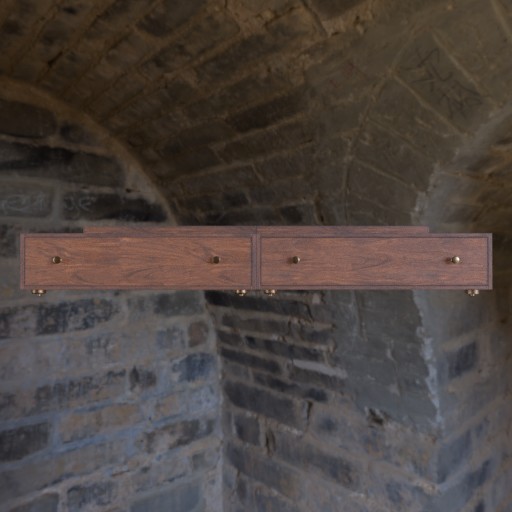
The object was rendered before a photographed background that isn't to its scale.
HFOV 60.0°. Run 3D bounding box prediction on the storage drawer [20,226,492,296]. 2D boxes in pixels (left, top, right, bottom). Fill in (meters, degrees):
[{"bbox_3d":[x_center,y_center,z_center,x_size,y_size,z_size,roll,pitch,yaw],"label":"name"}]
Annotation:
[{"bbox_3d":[0.000,0.000,2.161,1.914,0.339,0.774,0,-1,0],"label":"storage drawer"}]
